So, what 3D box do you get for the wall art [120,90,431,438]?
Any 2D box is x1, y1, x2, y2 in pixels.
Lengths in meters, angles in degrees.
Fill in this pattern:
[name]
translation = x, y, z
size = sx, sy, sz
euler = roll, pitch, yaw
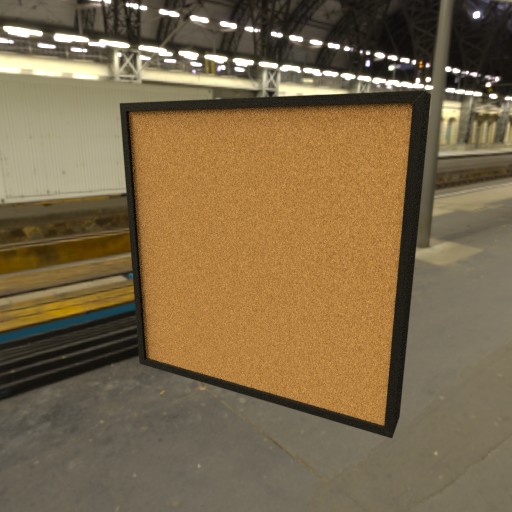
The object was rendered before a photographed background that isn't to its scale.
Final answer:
[wall art]
translation = 0.000, 0.000, 0.456
size = 0.305, 0.305, 0.037
euler = 8, 17, 26
